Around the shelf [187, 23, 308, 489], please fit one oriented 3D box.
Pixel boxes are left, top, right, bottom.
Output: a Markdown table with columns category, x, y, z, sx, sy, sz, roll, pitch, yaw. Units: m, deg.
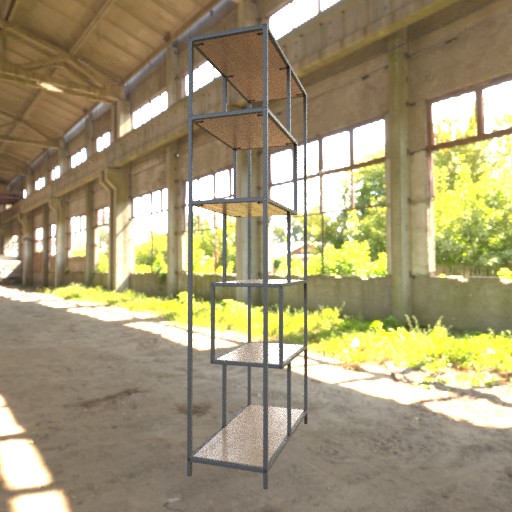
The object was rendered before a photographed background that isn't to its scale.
| category | x | y | z | sx | sy | sz | roll | pitch | yaw |
| --- | --- | --- | --- | --- | --- | --- | --- | --- | --- |
| shelf | 0.000 | 0.000 | 2.177 | 0.350 | 1.850 | 0.770 | 0 | -1 | 19 |
